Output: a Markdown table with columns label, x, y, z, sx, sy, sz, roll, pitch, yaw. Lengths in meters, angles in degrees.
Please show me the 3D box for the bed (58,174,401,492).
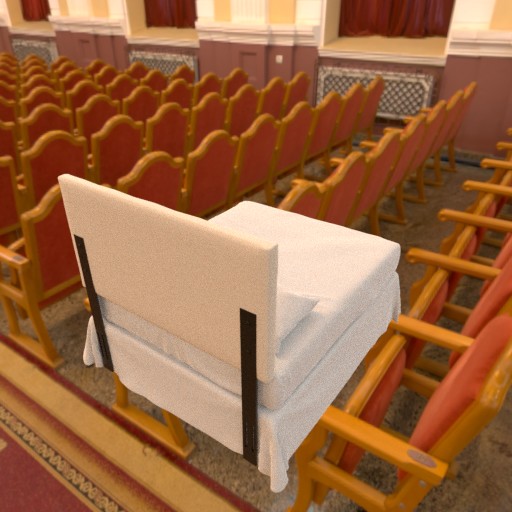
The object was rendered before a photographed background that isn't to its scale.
| label | x | y | z | sx | sy | sz | roll | pitch | yaw |
| --- | --- | --- | --- | --- | --- | --- | --- | --- | --- |
| bed | 0.000 | 0.000 | 3.479 | 1.936 | 1.577 | 2.222 | 20 | 35 | 30 |
